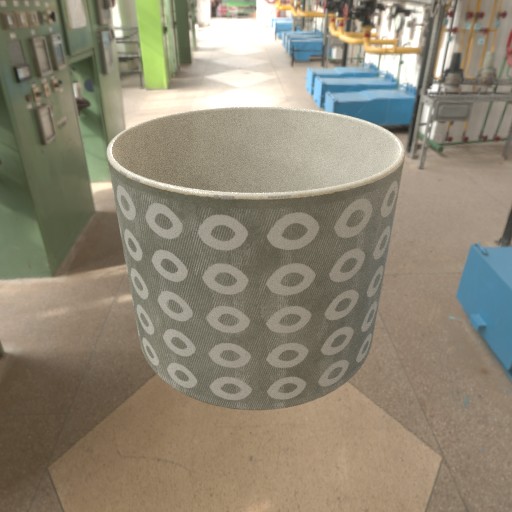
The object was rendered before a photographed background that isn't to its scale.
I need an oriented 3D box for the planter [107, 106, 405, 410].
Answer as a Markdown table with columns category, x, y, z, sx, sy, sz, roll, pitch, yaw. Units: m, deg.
| category | x | y | z | sx | sy | sz | roll | pitch | yaw |
| --- | --- | --- | --- | --- | --- | --- | --- | --- | --- |
| planter | 0.000 | 0.000 | 0.339 | 0.190 | 0.181 | 0.190 | 0 | 31 | 0 |
